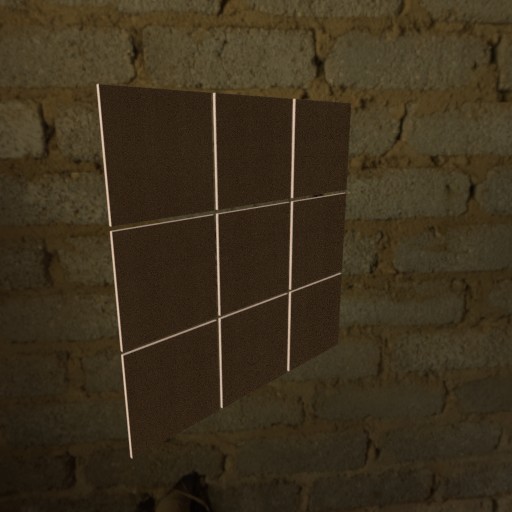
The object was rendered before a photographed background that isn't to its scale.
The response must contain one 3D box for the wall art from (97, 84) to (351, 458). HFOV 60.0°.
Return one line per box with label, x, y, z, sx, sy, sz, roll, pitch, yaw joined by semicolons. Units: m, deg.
wall art;0.000;0.000;1.789;1.219;1.218;0.013;-15;22;-43
